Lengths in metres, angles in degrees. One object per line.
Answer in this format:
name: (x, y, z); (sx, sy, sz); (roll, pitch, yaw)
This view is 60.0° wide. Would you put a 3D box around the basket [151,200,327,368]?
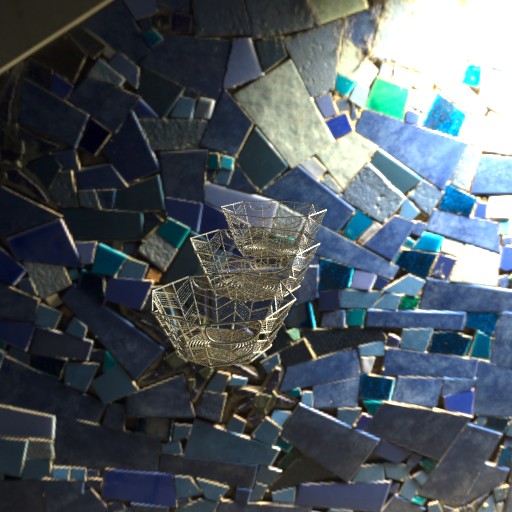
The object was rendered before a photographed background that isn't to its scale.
basket: (0.000, 0.000, 1.422); (0.432, 0.178, 1.246); (3, 16, 9)
